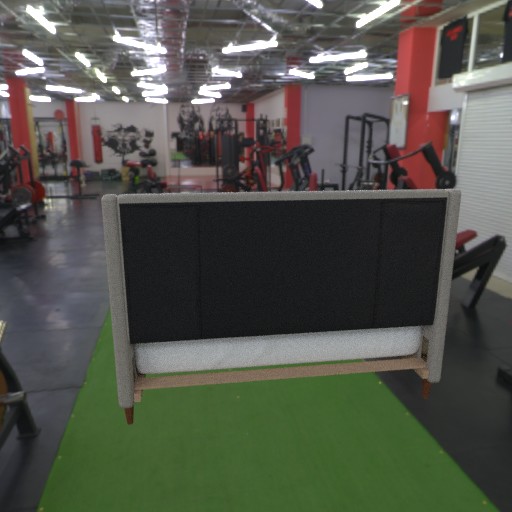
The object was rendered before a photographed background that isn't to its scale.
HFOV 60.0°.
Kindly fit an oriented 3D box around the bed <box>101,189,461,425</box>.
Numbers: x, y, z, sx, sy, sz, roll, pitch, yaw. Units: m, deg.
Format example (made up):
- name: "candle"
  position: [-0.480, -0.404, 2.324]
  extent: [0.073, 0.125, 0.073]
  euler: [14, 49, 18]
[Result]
- name: "bed"
  position: [0.000, 0.000, 3.178]
  extent: [1.656, 1.147, 2.232]
  euler: [-2, 14, -8]
